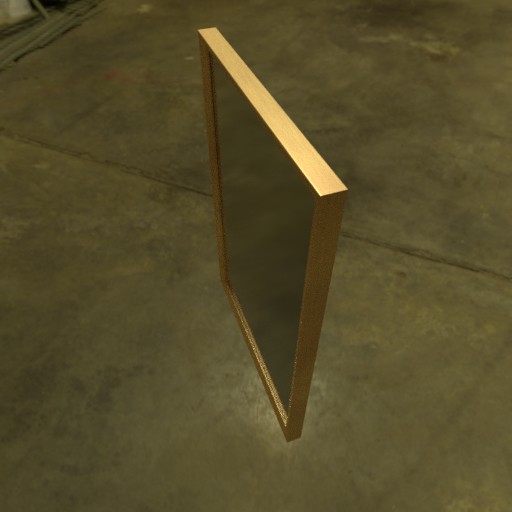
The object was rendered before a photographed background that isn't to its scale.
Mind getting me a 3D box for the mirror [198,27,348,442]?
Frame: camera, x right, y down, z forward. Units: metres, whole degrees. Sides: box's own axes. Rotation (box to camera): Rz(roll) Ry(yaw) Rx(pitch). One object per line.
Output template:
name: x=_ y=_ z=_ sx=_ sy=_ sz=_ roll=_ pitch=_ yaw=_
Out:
mirror: x=0.000 y=0.000 z=0.907 sx=0.039 sy=0.710 sz=0.507 roll=-15 pitch=49 yaw=-14
